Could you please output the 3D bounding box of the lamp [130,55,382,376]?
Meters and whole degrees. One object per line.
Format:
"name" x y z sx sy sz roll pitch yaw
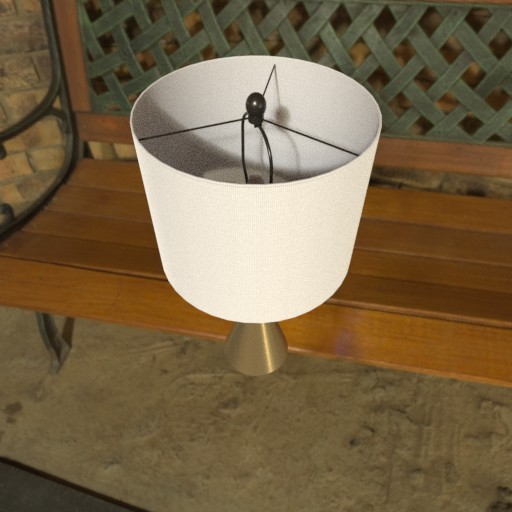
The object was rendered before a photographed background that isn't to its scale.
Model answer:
"lamp" 0.000 0.000 0.740 0.304 0.573 0.304 -16 49 -14
